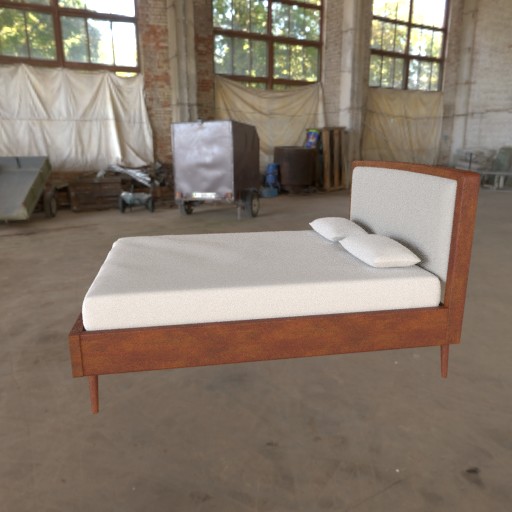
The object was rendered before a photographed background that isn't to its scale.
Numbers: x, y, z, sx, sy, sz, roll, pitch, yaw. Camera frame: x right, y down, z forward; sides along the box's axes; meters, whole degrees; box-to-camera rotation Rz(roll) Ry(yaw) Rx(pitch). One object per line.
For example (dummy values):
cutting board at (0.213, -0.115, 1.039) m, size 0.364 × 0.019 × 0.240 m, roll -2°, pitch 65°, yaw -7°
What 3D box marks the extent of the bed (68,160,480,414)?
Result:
bed at (0.000, 0.000, 3.120) m, size 2.196 × 1.275 × 1.587 m, roll -3°, pitch 15°, yaw -10°
